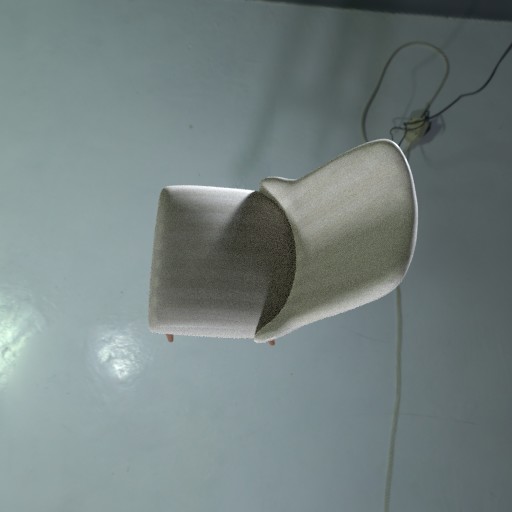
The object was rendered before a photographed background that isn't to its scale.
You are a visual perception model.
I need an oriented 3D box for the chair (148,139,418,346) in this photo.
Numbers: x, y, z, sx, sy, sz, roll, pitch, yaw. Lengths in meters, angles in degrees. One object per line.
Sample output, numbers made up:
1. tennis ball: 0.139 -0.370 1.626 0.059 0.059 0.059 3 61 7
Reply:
1. chair: 0.000 0.000 1.372 0.684 0.917 0.526 2 76 0
